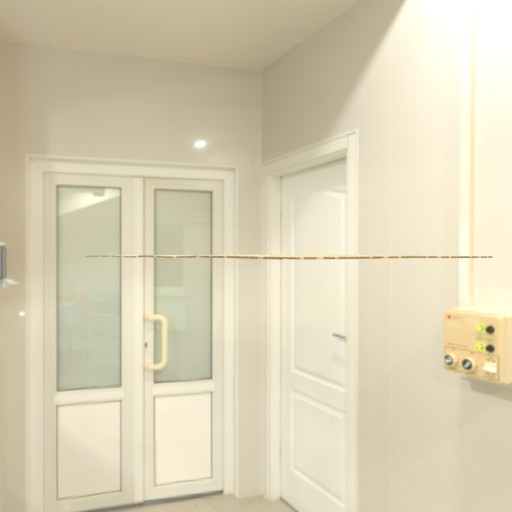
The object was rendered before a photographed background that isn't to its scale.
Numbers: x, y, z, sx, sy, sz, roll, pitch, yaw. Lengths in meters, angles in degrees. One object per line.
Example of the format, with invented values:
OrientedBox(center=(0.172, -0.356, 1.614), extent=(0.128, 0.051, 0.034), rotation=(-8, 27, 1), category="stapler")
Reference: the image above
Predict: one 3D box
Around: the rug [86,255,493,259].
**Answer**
OrientedBox(center=(0.000, 0.000, 2.187), extent=(1.152, 0.013, 1.761), rotation=(0, 0, -37), category="rug")
